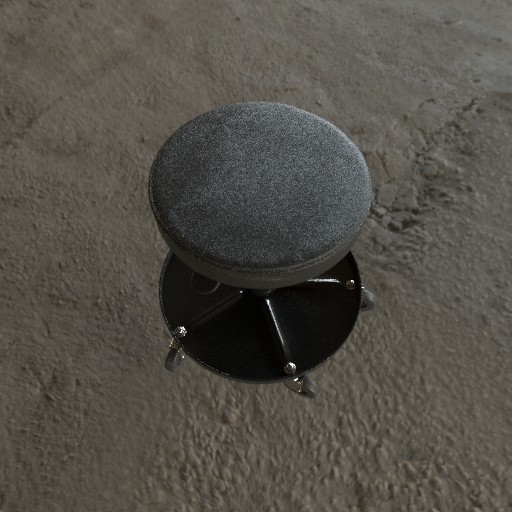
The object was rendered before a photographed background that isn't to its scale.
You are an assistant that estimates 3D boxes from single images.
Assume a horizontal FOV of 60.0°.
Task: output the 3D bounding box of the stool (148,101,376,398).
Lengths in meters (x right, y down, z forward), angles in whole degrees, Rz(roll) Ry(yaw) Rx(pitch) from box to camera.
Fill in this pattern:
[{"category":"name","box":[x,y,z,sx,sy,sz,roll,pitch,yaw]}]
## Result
[{"category":"stool","box":[0.000,0.000,0.686,0.381,0.365,0.382,28,63,16]}]
